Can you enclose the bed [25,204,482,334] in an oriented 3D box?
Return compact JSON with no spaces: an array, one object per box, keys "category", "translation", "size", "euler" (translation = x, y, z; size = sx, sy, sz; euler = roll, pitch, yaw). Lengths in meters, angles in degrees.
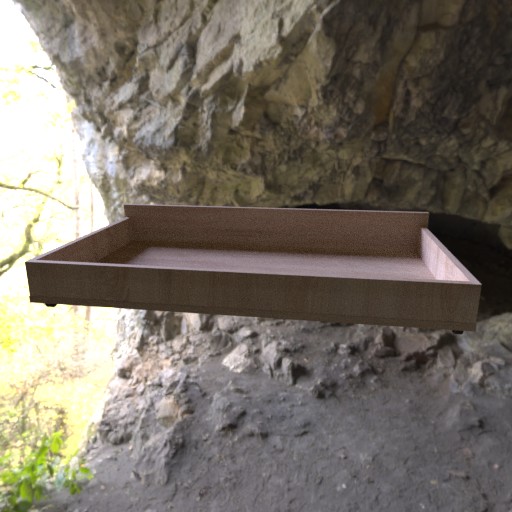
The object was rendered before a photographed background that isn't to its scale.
[{"category":"bed","translation":[0.000,0.000,1.468],"size":[1.200,0.209,0.685],"euler":[3,16,9]}]
